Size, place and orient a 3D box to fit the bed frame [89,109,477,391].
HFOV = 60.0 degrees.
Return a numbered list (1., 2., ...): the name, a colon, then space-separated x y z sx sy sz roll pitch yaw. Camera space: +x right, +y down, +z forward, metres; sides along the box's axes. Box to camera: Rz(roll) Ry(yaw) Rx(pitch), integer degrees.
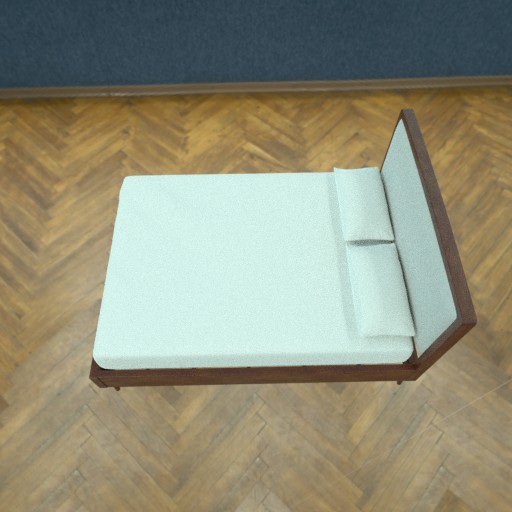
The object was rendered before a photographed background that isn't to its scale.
1. bed frame: 0.000 0.000 3.122 2.171 1.279 1.587 -1 59 -1
